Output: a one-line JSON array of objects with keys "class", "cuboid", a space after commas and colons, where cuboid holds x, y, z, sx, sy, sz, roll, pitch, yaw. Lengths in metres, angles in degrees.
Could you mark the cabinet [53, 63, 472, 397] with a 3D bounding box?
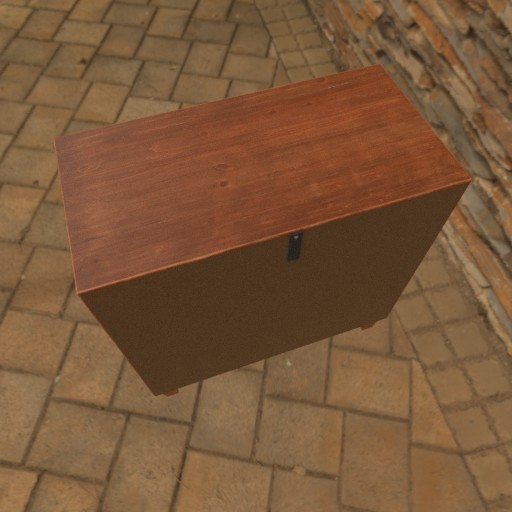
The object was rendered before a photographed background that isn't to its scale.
[{"class": "cabinet", "cuboid": [0.000, 0.000, 1.266, 0.796, 0.785, 0.412, -16, 60, -10]}]
